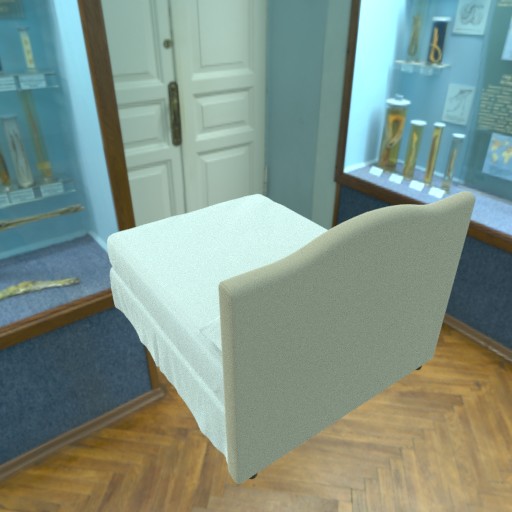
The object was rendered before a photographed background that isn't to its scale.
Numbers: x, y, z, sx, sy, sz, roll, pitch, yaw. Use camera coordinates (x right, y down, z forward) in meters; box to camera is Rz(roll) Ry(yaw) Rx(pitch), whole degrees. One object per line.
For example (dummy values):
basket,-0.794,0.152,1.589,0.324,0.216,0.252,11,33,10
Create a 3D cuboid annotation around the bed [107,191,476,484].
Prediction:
bed,0.000,0.000,3.279,1.753,1.460,2.143,-20,36,-30
